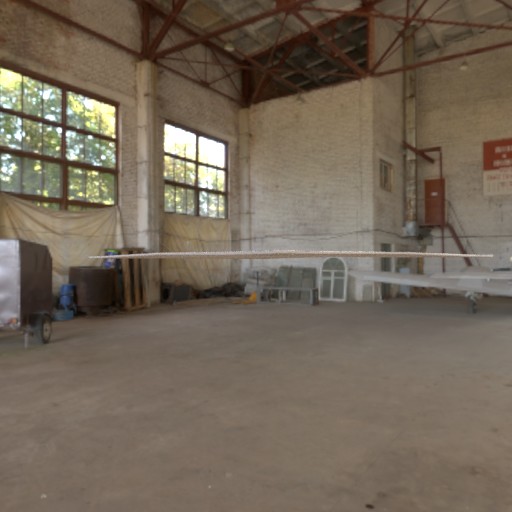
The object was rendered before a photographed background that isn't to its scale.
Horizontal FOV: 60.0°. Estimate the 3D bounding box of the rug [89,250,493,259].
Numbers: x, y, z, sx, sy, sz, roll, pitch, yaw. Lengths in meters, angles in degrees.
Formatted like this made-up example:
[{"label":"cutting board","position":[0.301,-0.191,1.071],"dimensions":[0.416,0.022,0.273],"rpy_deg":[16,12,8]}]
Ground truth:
[{"label":"rug","position":[0.000,0.000,2.236],"dimensions":[1.162,0.022,1.804],"rpy_deg":[1,-1,-35]}]
